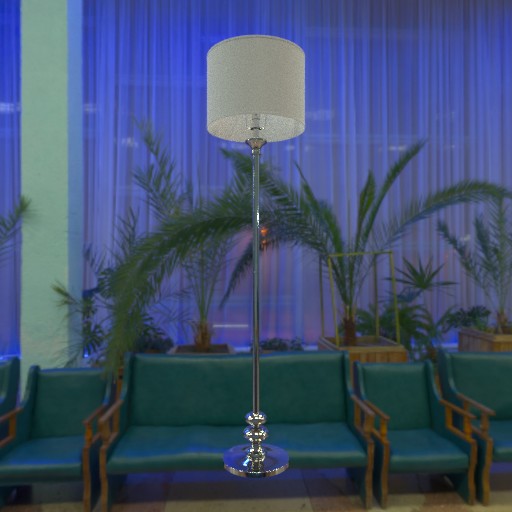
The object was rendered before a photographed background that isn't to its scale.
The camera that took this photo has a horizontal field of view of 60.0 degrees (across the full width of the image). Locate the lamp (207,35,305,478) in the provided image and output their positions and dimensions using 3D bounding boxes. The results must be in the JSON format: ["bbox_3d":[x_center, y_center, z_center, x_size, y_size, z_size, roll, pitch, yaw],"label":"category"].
[{"bbox_3d":[0.000,0.000,1.611,0.356,1.487,0.356,0,-1,-2],"label":"lamp"}]
